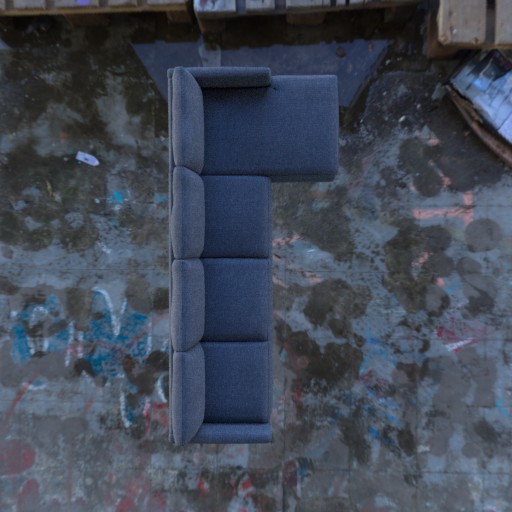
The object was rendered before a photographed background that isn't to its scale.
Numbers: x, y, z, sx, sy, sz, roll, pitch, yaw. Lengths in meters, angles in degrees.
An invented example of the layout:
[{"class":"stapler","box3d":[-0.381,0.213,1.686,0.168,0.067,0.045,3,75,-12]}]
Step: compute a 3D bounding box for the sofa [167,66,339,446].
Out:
[{"class":"sofa","box3d":[0.000,0.000,3.576,1.350,0.810,2.932,0,91,1]}]
